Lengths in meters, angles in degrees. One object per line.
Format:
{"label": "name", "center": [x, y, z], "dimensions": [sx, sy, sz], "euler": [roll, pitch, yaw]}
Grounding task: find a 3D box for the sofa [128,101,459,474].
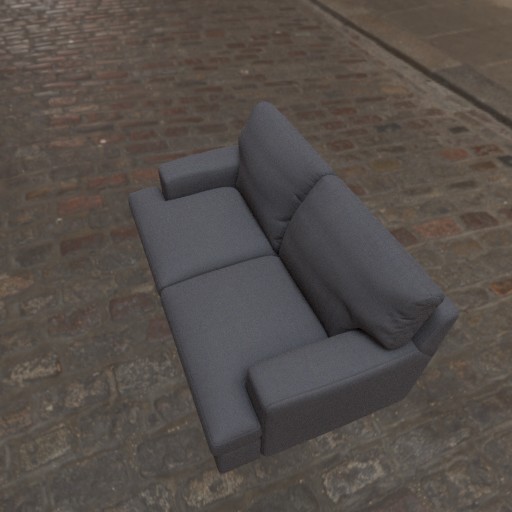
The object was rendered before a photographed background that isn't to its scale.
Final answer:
{"label": "sofa", "center": [0.000, 0.000, 2.500], "dimensions": [1.143, 0.940, 1.880], "euler": [-16, 48, -15]}
